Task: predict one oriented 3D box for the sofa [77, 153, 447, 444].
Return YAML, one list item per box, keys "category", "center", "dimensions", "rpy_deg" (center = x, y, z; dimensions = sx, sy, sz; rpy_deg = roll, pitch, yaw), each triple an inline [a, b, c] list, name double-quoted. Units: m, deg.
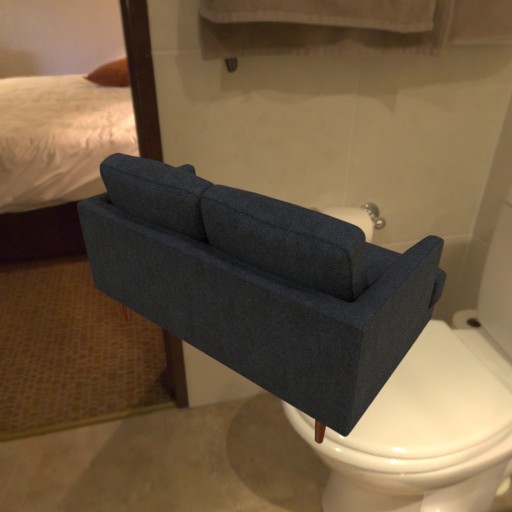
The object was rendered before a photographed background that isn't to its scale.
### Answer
- category: "sofa"
  center: [0.000, 0.000, 2.168]
  dimensions: [1.582, 0.944, 0.903]
  rpy_deg: [22, 37, 32]
